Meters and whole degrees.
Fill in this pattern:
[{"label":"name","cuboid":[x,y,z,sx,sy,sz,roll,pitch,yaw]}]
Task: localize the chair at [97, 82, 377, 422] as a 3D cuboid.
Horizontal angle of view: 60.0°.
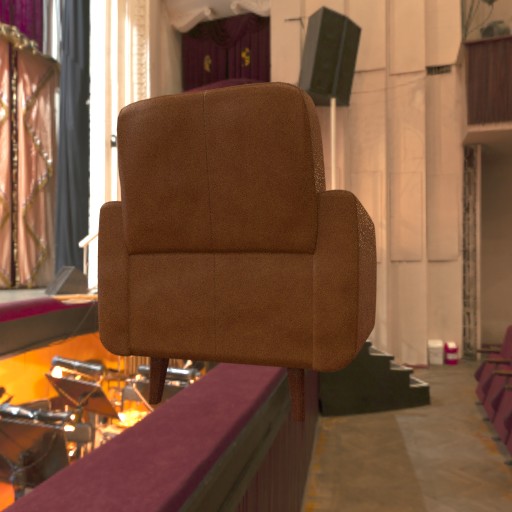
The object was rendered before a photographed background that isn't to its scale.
[{"label":"chair","cuboid":[0.000,0.000,1.688,0.845,0.968,0.942,0,-1,18]}]
